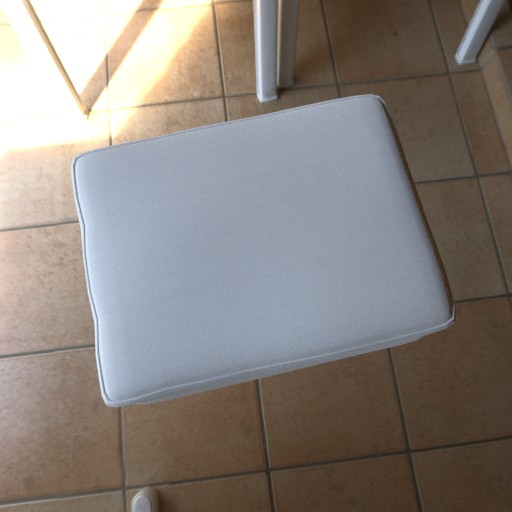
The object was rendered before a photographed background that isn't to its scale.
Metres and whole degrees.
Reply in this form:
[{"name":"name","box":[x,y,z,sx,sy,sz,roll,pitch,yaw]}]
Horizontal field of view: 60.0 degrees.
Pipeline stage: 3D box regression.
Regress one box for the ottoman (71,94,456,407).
[{"name":"ottoman","box":[0.000,0.000,1.211,0.818,0.479,0.634,-13,76,-3]}]
